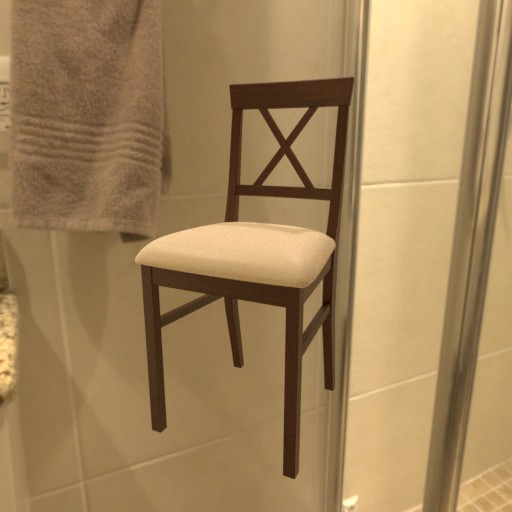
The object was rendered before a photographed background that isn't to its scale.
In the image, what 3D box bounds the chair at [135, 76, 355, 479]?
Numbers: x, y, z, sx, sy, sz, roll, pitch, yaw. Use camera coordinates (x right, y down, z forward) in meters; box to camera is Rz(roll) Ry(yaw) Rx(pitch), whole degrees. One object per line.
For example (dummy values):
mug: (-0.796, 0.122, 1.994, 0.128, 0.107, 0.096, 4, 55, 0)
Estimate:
chair: (0.000, 0.000, 1.167, 0.440, 0.913, 0.480, 7, 16, 25)
